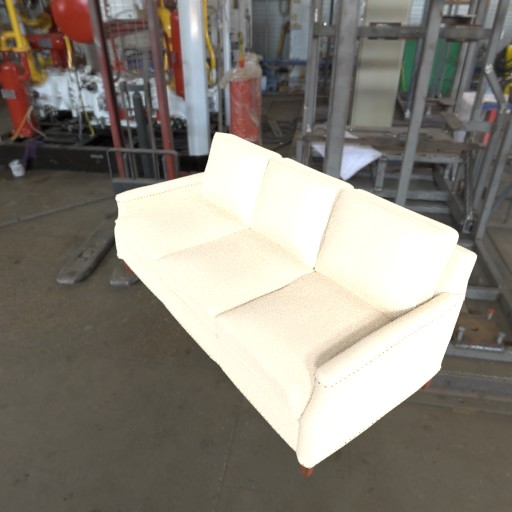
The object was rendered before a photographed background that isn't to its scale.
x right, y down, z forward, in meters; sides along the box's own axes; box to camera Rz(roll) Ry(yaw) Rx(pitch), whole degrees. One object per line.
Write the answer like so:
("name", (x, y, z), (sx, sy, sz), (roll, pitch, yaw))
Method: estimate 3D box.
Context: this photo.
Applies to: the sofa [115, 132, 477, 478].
("sofa", (0.000, 0.000, 2.783), (1.084, 1.003, 2.246), (-21, 37, -30))
